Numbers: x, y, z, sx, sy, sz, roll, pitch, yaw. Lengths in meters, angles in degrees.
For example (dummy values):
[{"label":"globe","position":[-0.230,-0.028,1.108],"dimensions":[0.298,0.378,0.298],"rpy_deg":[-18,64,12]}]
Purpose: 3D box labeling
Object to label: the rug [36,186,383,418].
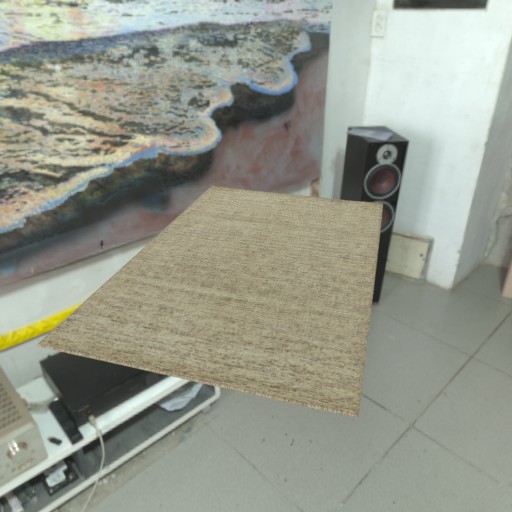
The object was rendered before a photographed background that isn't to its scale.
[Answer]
[{"label":"rug","position":[0.000,0.000,2.304],"dimensions":[1.211,0.018,1.822],"rpy_deg":[8,30,14]}]
